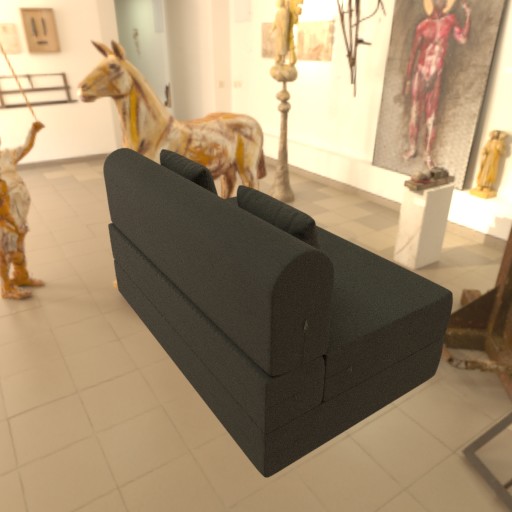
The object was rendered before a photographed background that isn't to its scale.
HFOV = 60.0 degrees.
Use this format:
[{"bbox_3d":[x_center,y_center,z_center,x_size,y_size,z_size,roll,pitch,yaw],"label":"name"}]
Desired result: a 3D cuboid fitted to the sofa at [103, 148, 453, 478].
[{"bbox_3d":[0.000,0.000,1.703,0.762,0.670,1.225,-17,31,-30],"label":"sofa"}]
